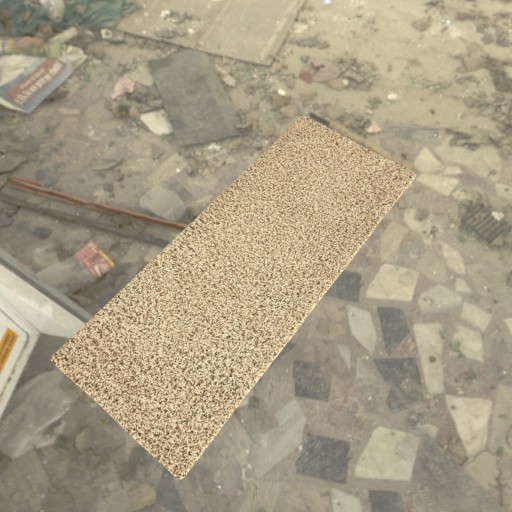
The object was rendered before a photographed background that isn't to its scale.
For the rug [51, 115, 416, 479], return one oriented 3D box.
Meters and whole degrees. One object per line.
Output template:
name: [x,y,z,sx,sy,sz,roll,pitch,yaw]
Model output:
rug: [0.000,0.000,1.733,0.609,0.030,1.524,34,65,18]
